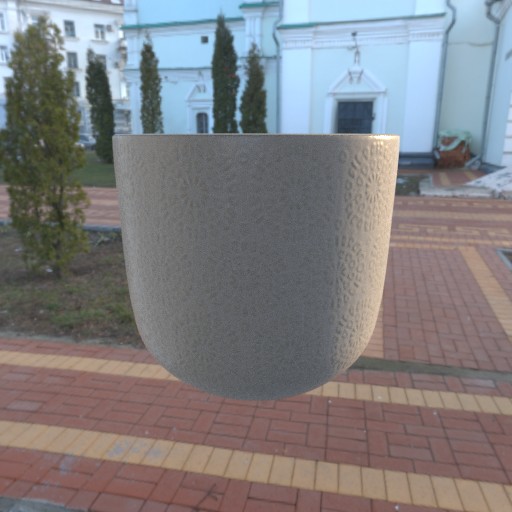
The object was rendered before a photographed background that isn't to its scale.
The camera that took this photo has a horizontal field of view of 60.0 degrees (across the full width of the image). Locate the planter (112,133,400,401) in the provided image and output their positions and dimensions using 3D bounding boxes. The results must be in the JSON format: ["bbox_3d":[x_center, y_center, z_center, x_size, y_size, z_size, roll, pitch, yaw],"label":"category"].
[{"bbox_3d":[0.000,0.000,0.359,0.208,0.190,0.208,0,15,0],"label":"planter"}]
